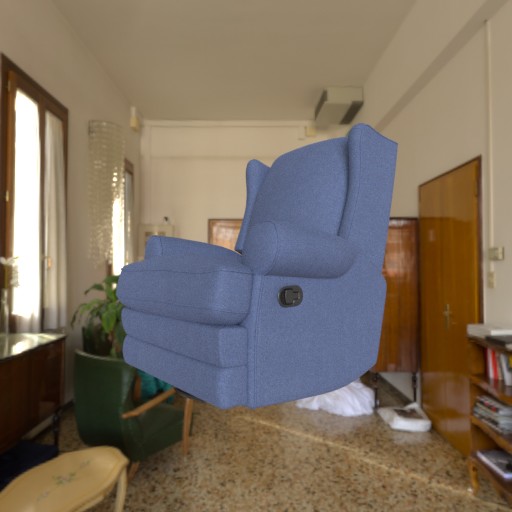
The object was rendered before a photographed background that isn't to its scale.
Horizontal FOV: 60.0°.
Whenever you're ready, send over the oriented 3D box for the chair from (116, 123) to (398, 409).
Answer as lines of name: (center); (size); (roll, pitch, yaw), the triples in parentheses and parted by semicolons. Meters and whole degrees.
chair: (0.000, 0.000, 1.788); (0.877, 1.020, 0.971); (1, -2, -36)
